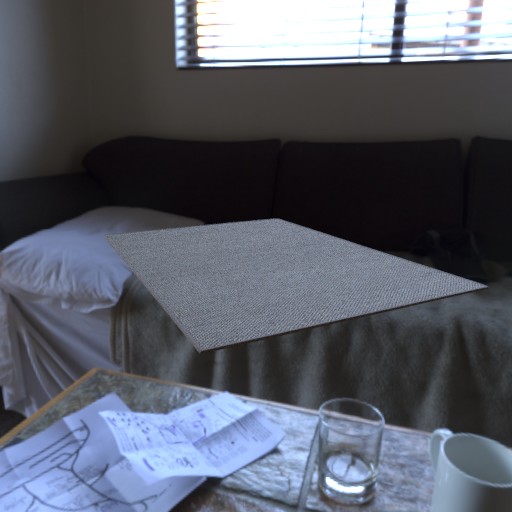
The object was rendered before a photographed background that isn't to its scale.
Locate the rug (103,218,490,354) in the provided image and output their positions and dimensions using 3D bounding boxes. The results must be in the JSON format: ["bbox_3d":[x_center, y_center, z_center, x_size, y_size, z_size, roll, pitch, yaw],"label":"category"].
[{"bbox_3d":[0.000,0.000,2.759,1.517,0.013,2.115,-8,17,-26],"label":"rug"}]
